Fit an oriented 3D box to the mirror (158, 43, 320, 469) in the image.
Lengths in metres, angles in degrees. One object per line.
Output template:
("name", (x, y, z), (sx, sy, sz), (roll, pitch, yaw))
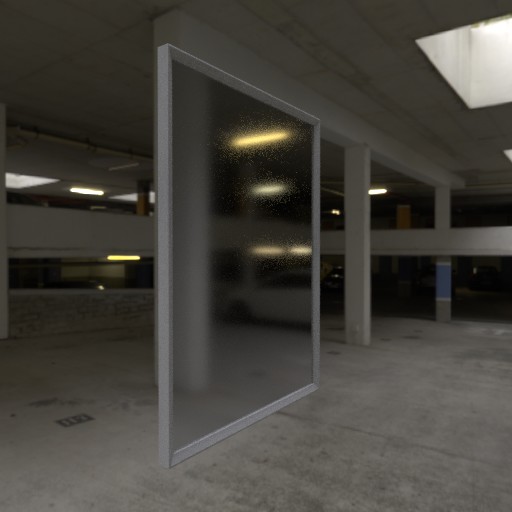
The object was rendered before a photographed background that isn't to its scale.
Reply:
("mirror", (0.000, 0.000, 1.376), (0.041, 1.016, 0.762), (1, 1, 36))
